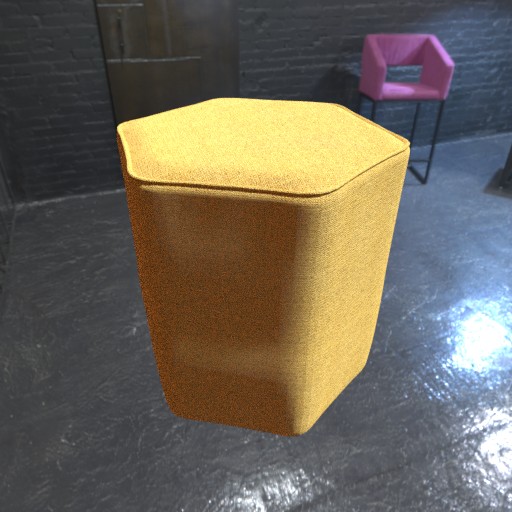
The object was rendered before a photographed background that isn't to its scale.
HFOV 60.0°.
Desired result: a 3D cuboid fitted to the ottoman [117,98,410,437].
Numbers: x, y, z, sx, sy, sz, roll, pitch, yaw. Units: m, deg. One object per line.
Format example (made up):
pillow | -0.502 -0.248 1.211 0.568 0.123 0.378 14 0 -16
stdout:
ottoman | 0.000 0.000 0.858 0.443 0.502 0.494 -11 35 -16
